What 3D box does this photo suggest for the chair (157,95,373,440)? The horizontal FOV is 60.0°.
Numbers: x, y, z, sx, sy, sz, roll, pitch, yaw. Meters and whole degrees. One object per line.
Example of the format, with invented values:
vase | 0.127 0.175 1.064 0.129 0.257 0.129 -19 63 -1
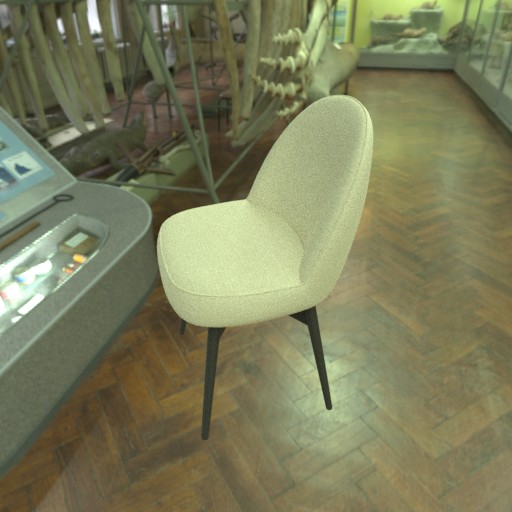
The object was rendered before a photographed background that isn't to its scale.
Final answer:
chair | 0.000 0.000 1.259 0.540 0.838 0.532 -8 32 -14
